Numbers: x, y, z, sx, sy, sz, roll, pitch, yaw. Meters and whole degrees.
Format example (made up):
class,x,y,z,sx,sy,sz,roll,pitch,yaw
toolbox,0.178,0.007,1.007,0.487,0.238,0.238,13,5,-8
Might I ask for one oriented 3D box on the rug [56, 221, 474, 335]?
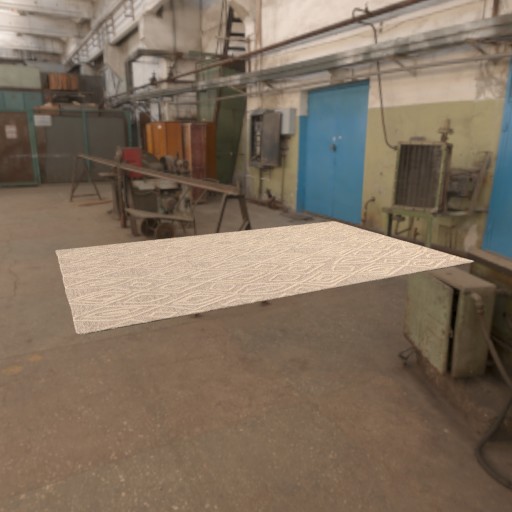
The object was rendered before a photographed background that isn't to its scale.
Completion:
class,x,y,z,sx,sy,sz,roll,pitch,yaw
rug,0.000,0.000,3.031,2.442,0.010,1.546,-8,17,-26
